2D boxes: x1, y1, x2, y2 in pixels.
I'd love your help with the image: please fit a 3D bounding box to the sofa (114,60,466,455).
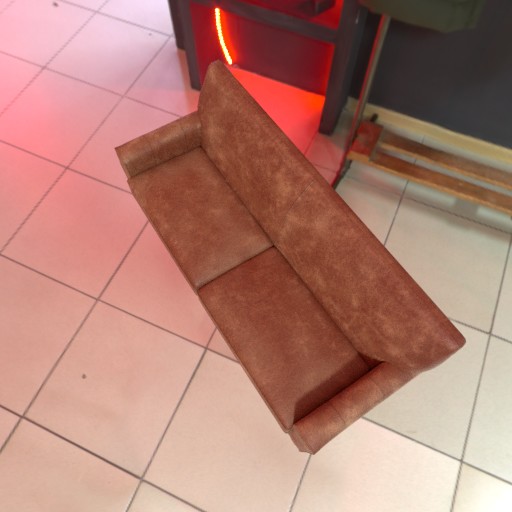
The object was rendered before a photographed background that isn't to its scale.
[{"bbox_3d":[0.000,0.000,2.554,0.805,0.947,2.053,-30,68,-14],"label":"sofa"}]
